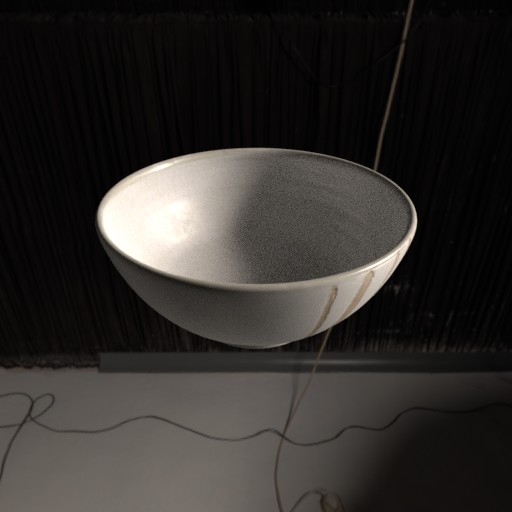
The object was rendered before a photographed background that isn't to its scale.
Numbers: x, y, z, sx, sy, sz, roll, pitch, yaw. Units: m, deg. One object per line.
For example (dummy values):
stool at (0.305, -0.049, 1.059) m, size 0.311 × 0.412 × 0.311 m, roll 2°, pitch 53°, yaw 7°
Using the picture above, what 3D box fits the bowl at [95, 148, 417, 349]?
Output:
bowl at (0.000, 0.000, 0.417) m, size 0.268 × 0.121 × 0.268 m, roll 0°, pitch 32°, yaw 0°
